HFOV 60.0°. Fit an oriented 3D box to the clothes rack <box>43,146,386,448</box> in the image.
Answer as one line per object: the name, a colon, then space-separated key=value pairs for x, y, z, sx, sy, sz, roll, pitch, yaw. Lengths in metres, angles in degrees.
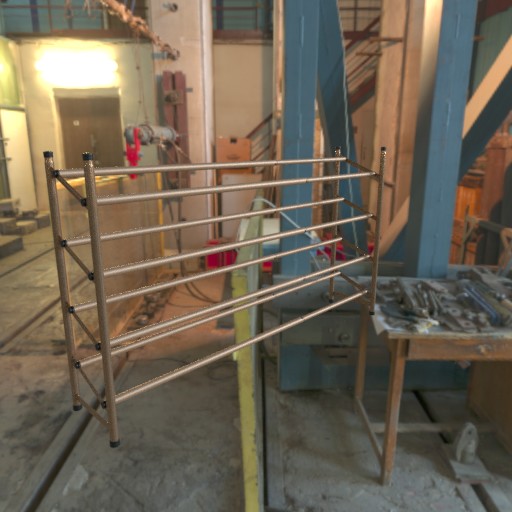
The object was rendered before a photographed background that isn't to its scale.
clothes rack: x=0.000 y=0.000 z=1.423 sx=1.168 sy=0.672 sz=0.229 roll=-14 pitch=20 yaw=-43
